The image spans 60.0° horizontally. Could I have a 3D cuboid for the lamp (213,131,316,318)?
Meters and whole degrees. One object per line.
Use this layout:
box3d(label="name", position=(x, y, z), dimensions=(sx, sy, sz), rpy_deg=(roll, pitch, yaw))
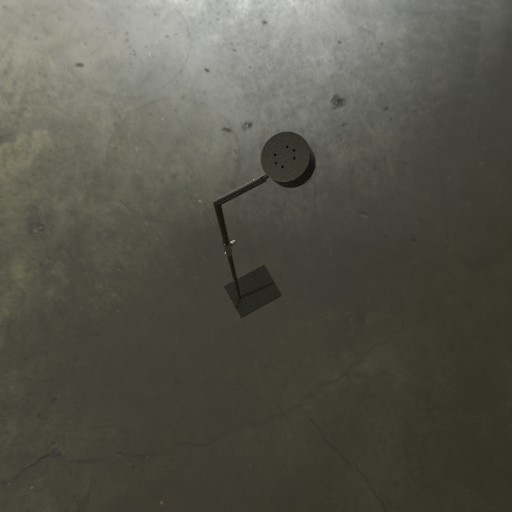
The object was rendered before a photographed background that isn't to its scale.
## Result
box3d(label="lamp", position=(0.000, 0.000, 1.745), dimensions=(0.304, 1.600, 0.203), rpy_deg=(-28, 78, -7))
